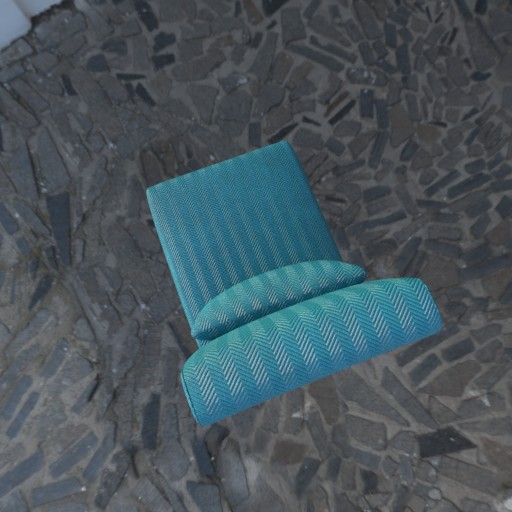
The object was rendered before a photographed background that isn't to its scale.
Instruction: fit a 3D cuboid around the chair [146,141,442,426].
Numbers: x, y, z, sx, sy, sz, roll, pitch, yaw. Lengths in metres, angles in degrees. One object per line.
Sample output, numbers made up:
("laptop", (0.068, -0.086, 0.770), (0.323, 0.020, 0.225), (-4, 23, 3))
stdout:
("chair", (0.000, 0.000, 1.436), (0.579, 0.927, 0.808), (-20, 76, -5))
